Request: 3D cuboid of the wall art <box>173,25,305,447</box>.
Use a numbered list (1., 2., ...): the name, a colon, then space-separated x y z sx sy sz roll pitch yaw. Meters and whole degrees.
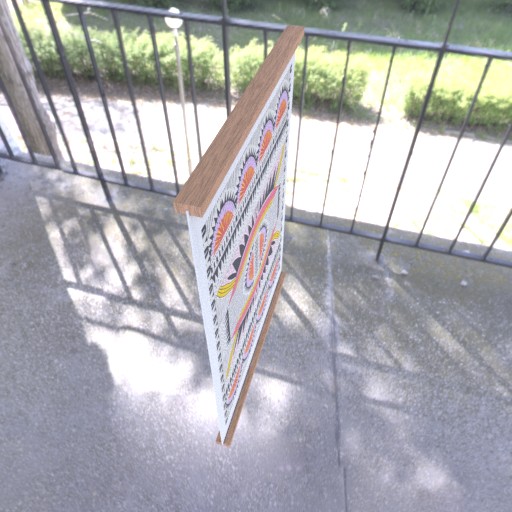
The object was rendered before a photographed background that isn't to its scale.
1. wall art: 0.000 0.000 0.781 0.028 0.609 0.456 12 48 11
